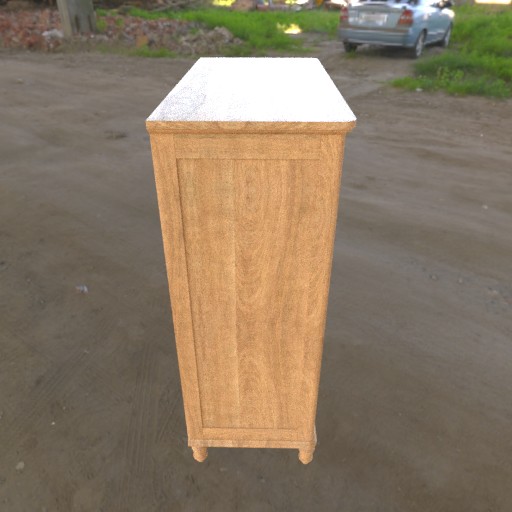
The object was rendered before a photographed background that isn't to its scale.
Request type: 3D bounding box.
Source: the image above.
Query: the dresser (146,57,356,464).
[{"bbox_3d":[0.000,0.000,1.761,0.484,1.318,0.973,1,32,1],"label":"dresser"}]
